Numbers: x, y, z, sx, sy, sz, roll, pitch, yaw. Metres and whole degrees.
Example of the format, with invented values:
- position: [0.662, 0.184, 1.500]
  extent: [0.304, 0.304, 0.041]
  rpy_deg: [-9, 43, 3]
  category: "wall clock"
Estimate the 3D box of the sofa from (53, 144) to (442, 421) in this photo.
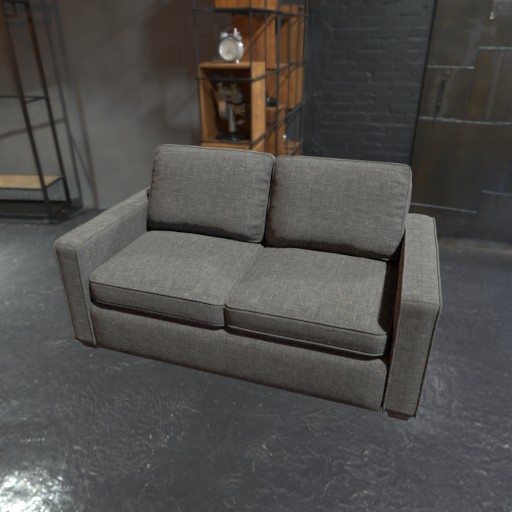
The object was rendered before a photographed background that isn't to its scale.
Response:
- position: [0.000, 0.000, 2.254]
  extent: [1.709, 0.918, 0.947]
  rpy_deg: [8, 28, 16]
  category: "sofa"
